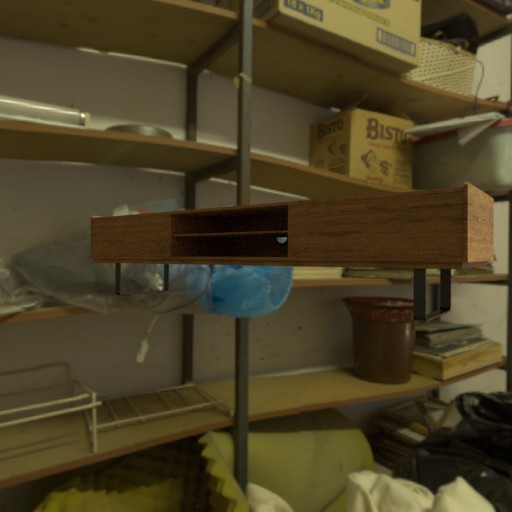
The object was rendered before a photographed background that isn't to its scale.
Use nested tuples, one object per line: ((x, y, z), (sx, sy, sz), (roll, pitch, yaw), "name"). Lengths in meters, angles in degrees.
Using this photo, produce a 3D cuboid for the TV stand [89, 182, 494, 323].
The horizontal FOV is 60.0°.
((0.000, 0.000, 1.947), (1.796, 0.415, 0.467), (0, 0, 36), "TV stand")
